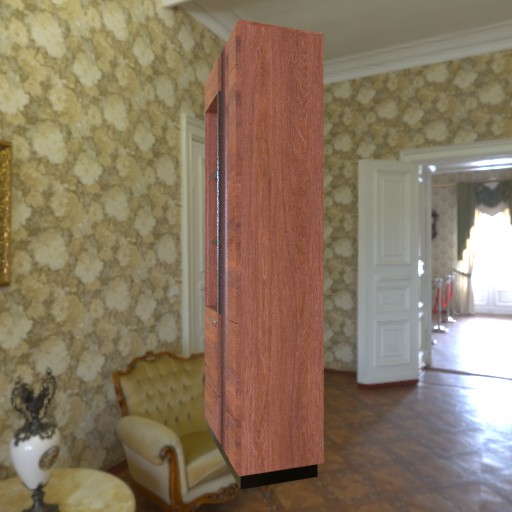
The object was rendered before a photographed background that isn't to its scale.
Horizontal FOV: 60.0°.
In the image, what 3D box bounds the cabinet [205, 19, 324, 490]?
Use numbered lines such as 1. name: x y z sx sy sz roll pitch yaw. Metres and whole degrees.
1. cabinet: 0.000 0.000 2.222 0.420 1.980 0.660 0 0 -18
